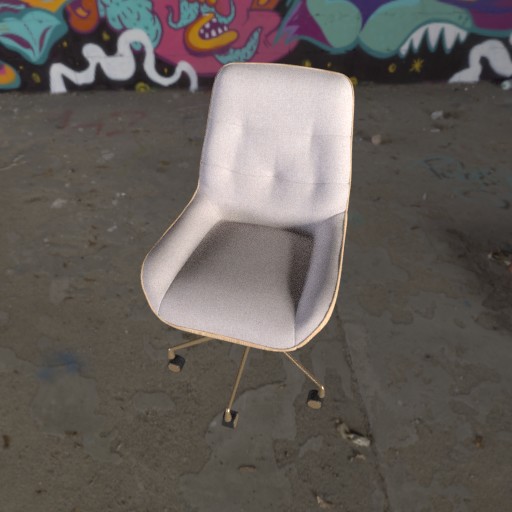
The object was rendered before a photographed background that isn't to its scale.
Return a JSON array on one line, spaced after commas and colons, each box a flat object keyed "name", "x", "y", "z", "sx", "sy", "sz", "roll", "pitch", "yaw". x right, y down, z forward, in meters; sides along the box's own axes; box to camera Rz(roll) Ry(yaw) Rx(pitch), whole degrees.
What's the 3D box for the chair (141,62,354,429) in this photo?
[{"name": "chair", "x": 0.000, "y": 0.000, "z": 1.367, "sx": 0.564, "sy": 0.952, "sz": 0.668, "roll": 11, "pitch": 43, "yaw": 12}]
